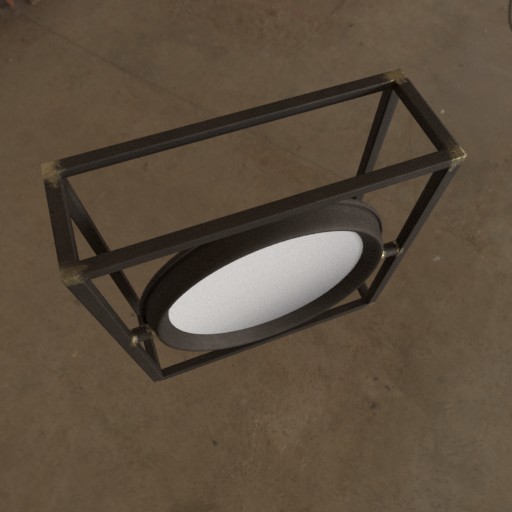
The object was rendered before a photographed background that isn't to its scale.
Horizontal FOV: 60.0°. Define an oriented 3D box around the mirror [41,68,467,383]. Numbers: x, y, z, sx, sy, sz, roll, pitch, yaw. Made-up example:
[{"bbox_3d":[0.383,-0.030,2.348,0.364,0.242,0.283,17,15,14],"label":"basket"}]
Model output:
[{"bbox_3d":[0.000,0.000,0.468,0.306,0.303,0.107,-18,63,-9],"label":"mirror"}]
